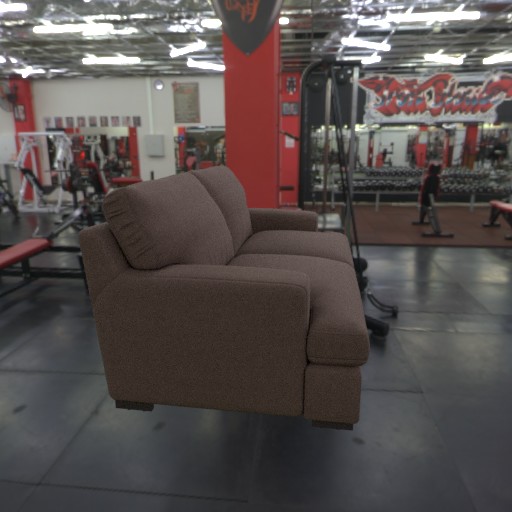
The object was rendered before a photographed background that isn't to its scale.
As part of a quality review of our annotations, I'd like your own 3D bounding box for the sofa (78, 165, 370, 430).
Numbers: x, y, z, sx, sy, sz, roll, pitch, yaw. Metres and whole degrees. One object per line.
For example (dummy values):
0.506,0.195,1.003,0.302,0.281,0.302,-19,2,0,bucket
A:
0.000,0.000,2.555,1.140,0.950,1.869,2,15,9,sofa
